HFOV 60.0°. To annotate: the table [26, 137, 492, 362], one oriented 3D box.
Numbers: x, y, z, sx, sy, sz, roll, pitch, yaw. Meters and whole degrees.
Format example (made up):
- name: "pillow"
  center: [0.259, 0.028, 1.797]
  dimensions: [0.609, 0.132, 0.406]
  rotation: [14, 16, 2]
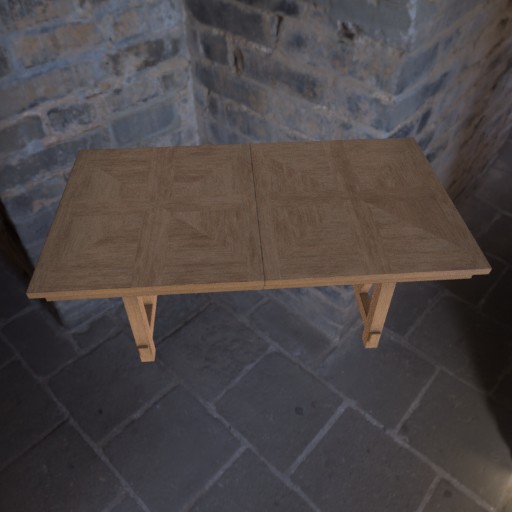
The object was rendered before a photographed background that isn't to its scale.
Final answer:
- name: "table"
  center: [0.000, 0.000, 2.411]
  dimensions: [1.881, 0.768, 1.016]
  rotation: [-3, 46, -3]
